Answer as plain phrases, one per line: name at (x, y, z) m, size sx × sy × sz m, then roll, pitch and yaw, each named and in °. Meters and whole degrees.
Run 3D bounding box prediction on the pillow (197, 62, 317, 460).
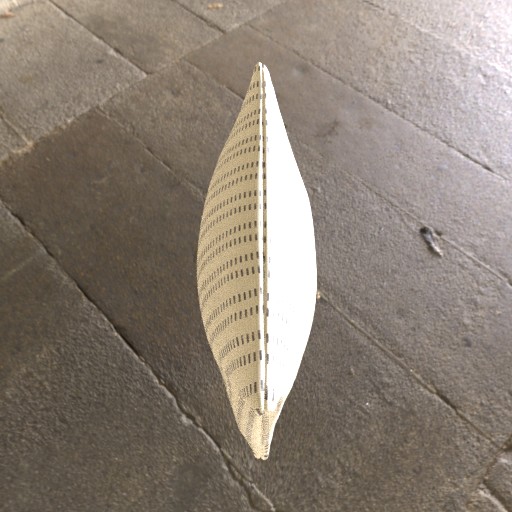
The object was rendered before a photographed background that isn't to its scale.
pillow at (0.000, 0.000, 0.807) m, size 0.210 × 0.353 × 0.640 m, roll 0°, pitch 59°, yaw 0°
